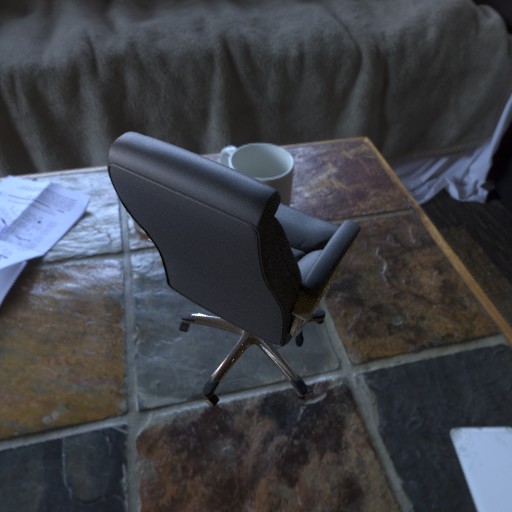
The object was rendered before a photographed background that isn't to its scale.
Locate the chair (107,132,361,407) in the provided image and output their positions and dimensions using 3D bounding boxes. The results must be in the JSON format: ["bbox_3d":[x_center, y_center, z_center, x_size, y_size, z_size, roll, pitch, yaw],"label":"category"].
[{"bbox_3d":[0.000,0.000,1.650,0.694,1.188,0.748,25,52,21],"label":"chair"}]
